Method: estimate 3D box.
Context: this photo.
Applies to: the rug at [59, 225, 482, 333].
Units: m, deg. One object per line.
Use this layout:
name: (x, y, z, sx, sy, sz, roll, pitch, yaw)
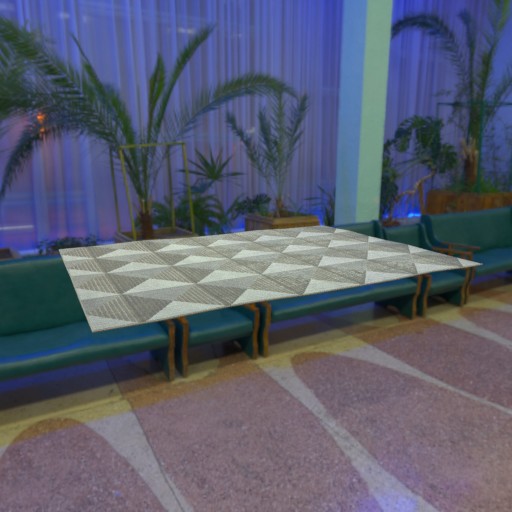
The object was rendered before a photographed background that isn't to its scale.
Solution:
rug: (0.000, 0.000, 4.282, 3.333, 0.027, 2.428, -7, 15, -27)
